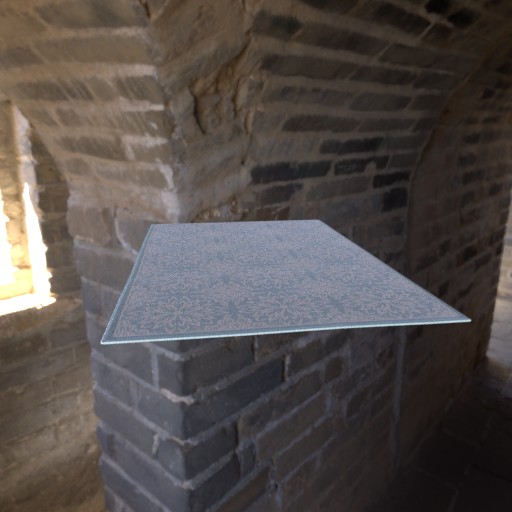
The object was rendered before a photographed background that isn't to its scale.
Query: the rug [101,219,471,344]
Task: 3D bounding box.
[{"bbox_3d":[0.000,0.000,3.435,1.819,0.018,2.746,-2,15,-8],"label":"rug"}]
